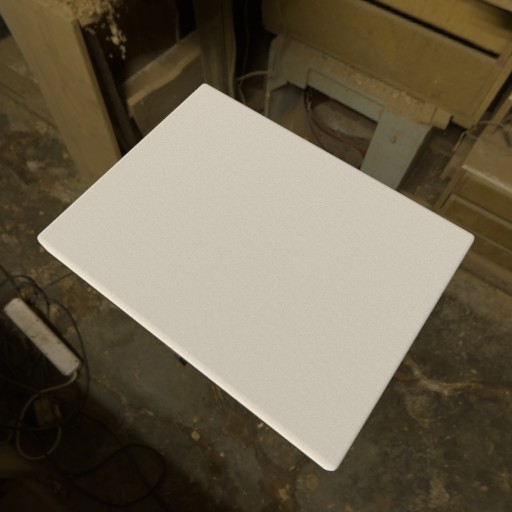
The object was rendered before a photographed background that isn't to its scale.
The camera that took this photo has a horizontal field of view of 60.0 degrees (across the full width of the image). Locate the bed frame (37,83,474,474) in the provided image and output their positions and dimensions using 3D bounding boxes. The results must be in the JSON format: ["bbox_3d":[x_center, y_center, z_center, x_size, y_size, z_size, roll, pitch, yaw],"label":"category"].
[{"bbox_3d":[0.000,0.000,3.565,2.635,0.680,1.990,34,69,15],"label":"bed frame"}]
